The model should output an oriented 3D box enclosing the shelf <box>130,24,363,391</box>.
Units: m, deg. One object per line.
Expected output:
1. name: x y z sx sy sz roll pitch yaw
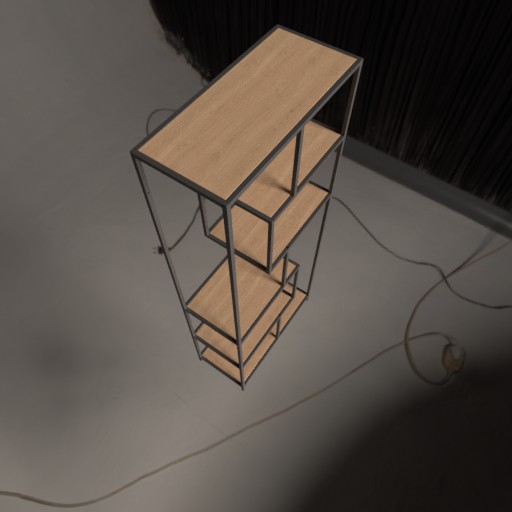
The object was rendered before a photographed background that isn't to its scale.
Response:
1. shelf: 0.000 0.000 2.171 0.350 1.850 0.770 31 63 17
